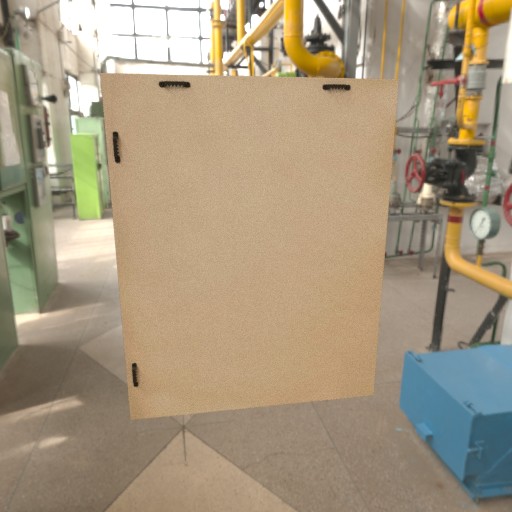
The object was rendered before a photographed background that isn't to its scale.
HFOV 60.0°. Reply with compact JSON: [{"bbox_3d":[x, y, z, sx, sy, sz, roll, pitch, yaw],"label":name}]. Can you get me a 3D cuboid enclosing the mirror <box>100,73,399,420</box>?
[{"bbox_3d":[0.000,0.000,0.675,0.405,0.508,0.041,-3,16,-9],"label":"mirror"}]
